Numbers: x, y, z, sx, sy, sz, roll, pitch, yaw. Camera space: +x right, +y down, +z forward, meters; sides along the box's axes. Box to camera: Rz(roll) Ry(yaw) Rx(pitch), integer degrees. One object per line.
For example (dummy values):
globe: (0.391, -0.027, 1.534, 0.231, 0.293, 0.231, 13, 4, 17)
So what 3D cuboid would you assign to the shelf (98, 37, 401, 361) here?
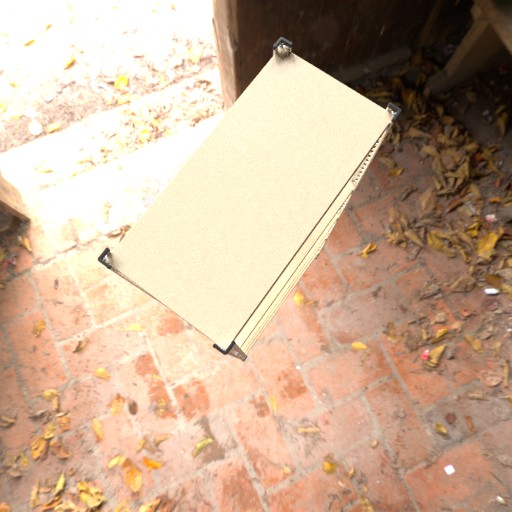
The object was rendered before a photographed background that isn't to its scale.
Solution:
shelf: (0.000, 0.000, 2.195, 0.457, 1.829, 0.914, 35, 79, 8)
